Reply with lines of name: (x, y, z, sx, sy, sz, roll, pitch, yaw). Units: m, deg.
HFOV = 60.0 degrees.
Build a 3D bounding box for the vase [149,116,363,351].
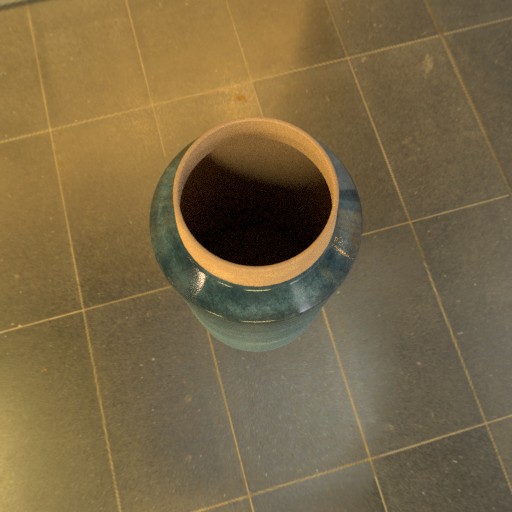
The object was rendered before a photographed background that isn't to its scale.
vase: (0.000, 0.000, 0.408, 0.163, 0.316, 0.163, 0, 76, 0)
